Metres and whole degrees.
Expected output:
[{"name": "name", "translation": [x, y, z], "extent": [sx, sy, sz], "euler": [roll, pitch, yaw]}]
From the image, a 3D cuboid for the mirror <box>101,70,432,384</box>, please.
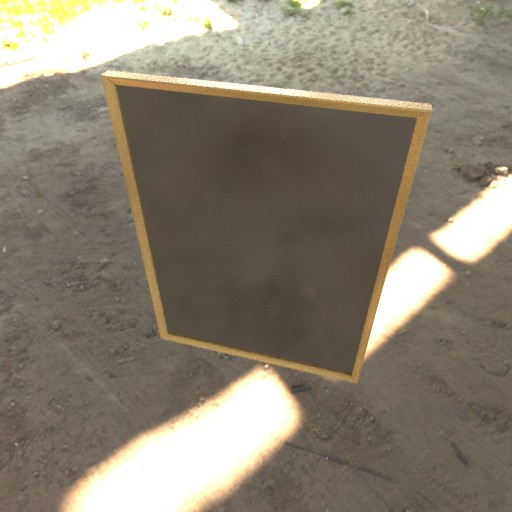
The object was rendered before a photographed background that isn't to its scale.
[{"name": "mirror", "translation": [0.000, 0.000, 1.340], "extent": [0.762, 1.016, 0.041], "euler": [10, 43, 11]}]
